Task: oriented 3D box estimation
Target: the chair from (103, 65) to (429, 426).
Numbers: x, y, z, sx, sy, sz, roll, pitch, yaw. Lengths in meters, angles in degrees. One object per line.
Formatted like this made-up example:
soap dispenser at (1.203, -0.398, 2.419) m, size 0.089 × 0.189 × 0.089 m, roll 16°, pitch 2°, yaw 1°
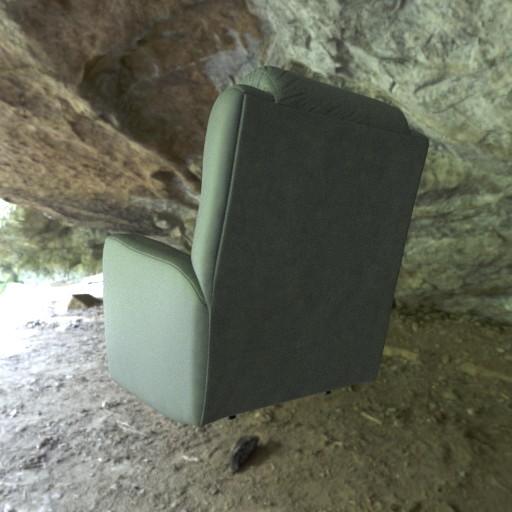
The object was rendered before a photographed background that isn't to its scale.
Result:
chair at (0.000, 0.000, 1.812) m, size 0.967 × 1.116 × 1.068 m, roll 0°, pitch 1°, yaw -36°
